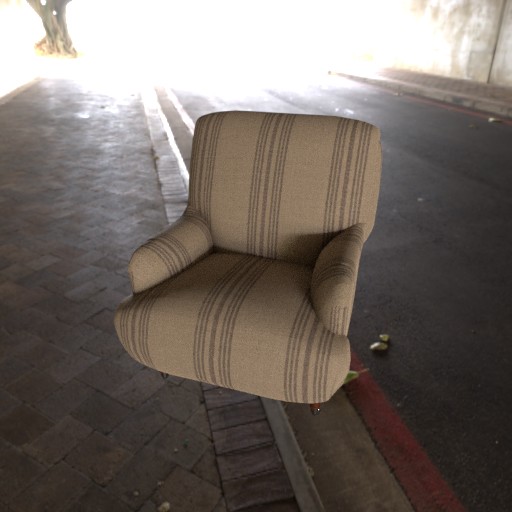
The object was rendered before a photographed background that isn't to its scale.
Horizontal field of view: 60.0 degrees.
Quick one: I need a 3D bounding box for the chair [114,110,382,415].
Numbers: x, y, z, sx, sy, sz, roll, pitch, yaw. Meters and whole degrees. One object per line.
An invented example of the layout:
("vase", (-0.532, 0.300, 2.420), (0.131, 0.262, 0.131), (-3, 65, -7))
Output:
("chair", (0.000, 0.000, 1.674), (0.813, 0.940, 0.914), (8, 28, 16))
